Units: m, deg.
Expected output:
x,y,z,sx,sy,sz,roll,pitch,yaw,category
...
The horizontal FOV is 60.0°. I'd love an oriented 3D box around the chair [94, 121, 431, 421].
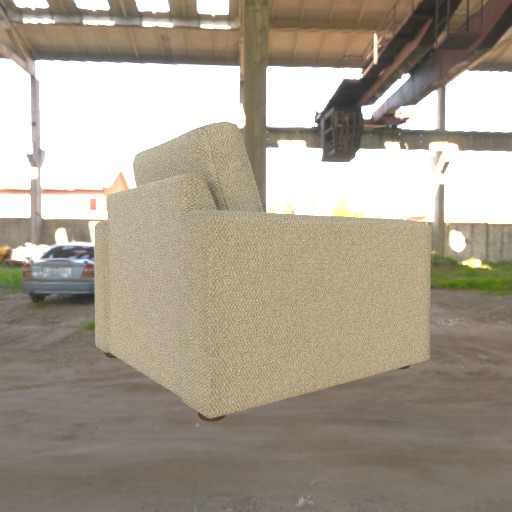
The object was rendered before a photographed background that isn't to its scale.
x,y,z,sx,sy,sz,roll,pitch,yaw,category
0.000,0.000,1.813,1.016,0.873,1.005,-1,2,-36,chair
